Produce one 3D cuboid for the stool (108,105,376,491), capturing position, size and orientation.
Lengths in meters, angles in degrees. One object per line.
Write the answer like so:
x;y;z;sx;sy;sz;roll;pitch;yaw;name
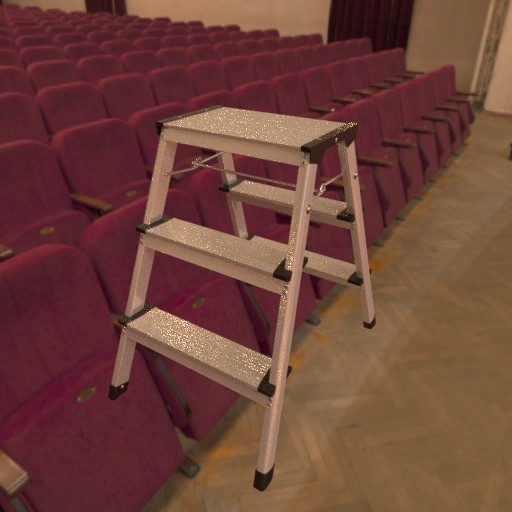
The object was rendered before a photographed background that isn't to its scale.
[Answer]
0.000;0.000;1.022;0.437;0.605;0.622;18;34;28;stool
